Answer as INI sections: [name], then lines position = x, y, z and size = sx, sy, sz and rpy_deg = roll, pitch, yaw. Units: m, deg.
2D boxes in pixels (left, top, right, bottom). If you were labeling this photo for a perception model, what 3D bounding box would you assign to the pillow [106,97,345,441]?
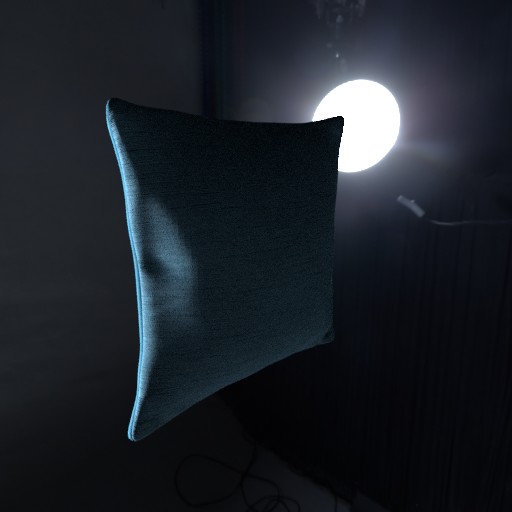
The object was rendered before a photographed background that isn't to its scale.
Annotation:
[pillow]
position = 0.000, 0.000, 0.653
size = 0.433, 0.415, 0.151
rpy_deg = -14, 19, -43
